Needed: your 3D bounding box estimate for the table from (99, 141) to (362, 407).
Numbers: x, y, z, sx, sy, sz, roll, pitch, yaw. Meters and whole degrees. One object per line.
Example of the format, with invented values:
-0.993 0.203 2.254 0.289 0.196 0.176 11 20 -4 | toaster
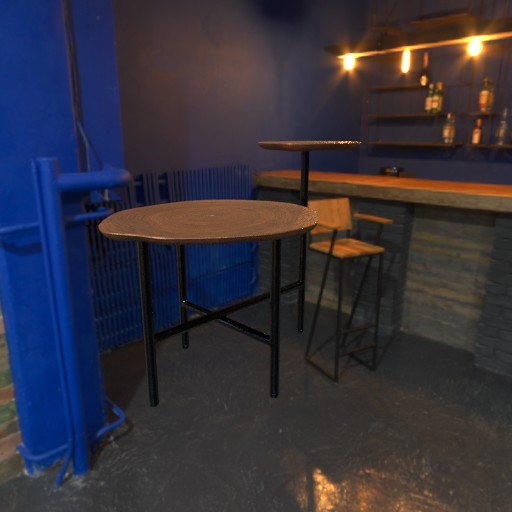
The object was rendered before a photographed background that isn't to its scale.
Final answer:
0.000 0.000 1.094 0.759 0.538 0.442 -15 21 -43 | table
